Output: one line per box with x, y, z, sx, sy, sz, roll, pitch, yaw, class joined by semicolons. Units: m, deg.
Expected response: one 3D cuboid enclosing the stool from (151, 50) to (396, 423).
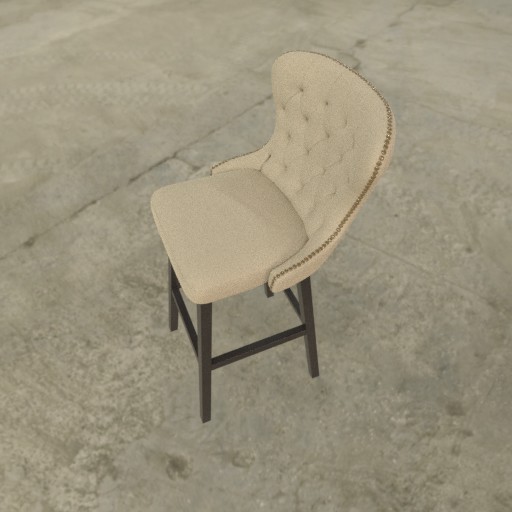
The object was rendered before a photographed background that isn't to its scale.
0.000;0.000;1.407;0.605;1.066;0.528;-18;50;-15;stool
